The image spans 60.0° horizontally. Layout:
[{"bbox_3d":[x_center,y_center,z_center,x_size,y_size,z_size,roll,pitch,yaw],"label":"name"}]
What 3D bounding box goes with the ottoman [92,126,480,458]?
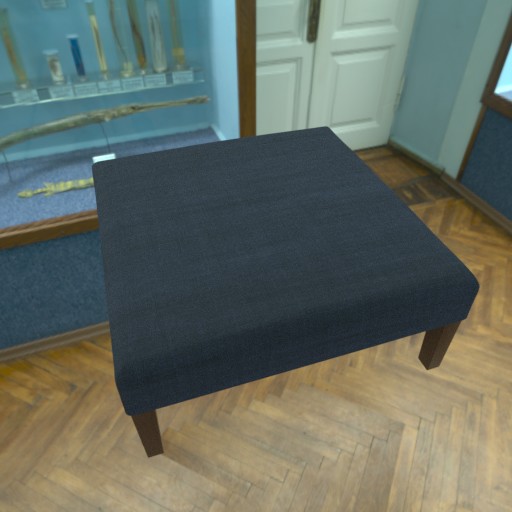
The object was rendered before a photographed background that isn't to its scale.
[{"bbox_3d":[0.000,0.000,1.398,0.890,0.411,0.889,-12,43,-13],"label":"ottoman"}]
